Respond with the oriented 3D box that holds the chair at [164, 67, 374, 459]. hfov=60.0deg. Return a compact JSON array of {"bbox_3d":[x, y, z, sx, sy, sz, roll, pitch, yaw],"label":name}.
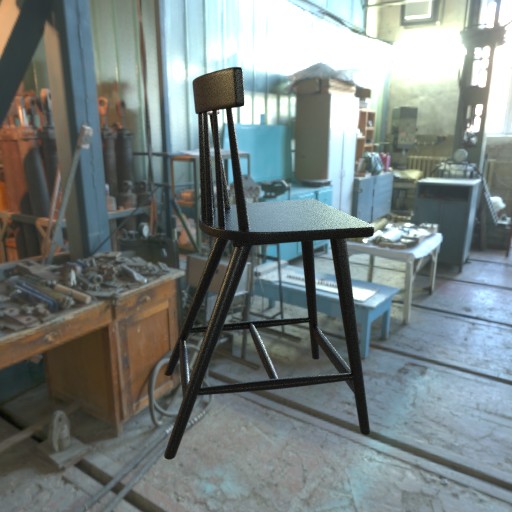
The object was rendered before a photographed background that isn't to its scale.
[{"bbox_3d":[0.000,0.000,1.282,0.572,0.952,0.483,-3,16,-11],"label":"chair"}]
